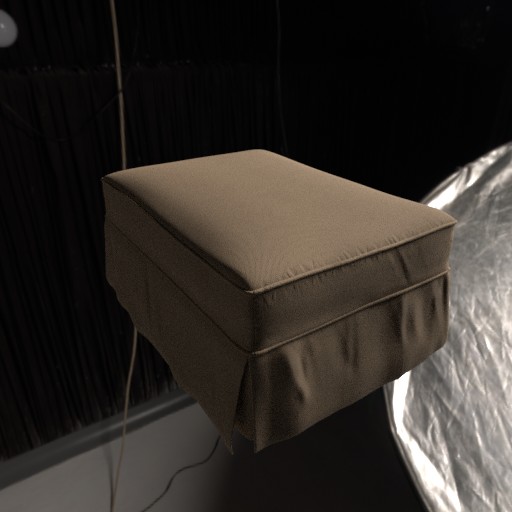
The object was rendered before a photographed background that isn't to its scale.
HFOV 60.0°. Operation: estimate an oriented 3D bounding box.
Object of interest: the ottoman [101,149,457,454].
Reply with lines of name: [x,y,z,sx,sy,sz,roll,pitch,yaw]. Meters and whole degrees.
ottoman: [0.000,0.000,1.358,0.721,0.482,0.959,-17,31,-30]
